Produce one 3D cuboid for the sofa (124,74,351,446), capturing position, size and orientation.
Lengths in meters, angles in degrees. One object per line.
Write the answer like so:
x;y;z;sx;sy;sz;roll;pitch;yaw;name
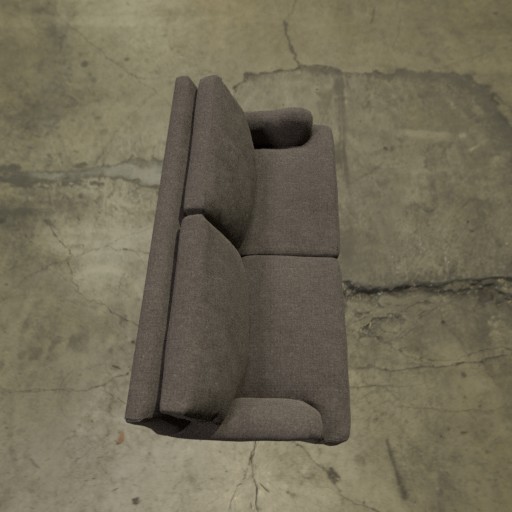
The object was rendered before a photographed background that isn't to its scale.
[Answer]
0.000;0.000;2.770;1.087;1.054;2.160;2;64;1;sofa
